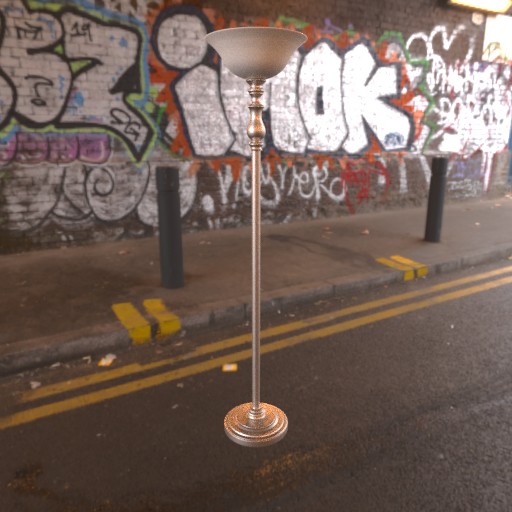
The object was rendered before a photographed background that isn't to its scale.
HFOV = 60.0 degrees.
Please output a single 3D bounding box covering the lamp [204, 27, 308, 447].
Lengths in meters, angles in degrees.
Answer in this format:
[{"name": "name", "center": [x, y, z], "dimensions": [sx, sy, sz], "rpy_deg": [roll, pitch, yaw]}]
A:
[{"name": "lamp", "center": [0.000, 0.000, 1.977], "dimensions": [0.405, 1.771, 0.405], "rpy_deg": [2, 15, 9]}]
